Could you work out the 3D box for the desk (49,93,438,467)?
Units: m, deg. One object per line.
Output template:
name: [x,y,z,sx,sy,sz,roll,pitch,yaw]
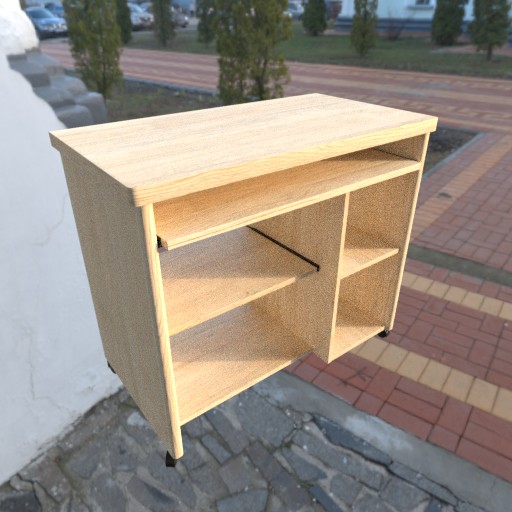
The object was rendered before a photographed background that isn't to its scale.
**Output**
desk: [0.000,0.000,1.317,0.885,0.770,0.480,-20,35,-32]
